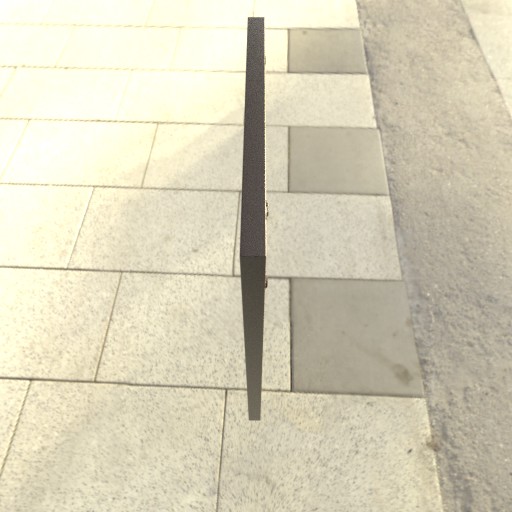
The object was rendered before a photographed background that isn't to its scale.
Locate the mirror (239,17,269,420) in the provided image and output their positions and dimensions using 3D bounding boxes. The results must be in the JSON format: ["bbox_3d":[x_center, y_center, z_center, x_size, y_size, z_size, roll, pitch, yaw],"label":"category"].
[{"bbox_3d":[0.000,0.000,1.152,0.041,0.915,0.609,0,56,0],"label":"mirror"}]
